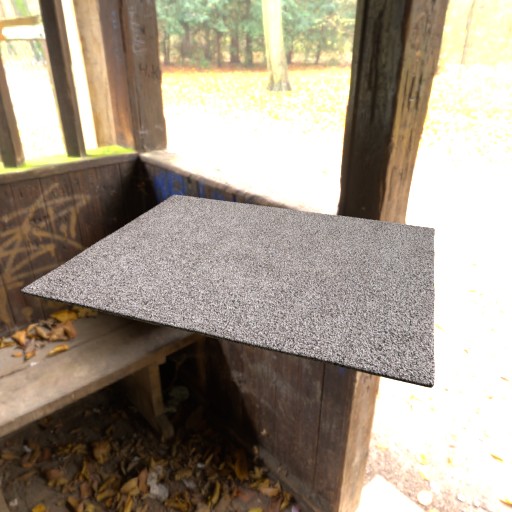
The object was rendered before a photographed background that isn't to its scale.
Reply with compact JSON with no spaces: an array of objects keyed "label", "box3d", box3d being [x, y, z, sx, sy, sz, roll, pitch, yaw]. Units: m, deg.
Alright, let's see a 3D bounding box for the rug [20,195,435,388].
[{"label":"rug","box3d":[0.000,0.000,4.006,3.047,0.029,2.438,9,28,18]}]
